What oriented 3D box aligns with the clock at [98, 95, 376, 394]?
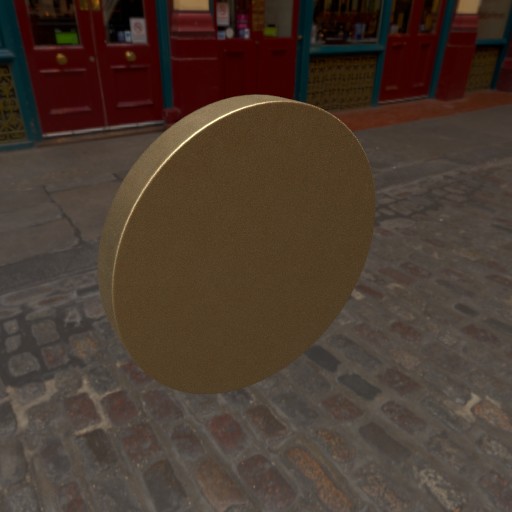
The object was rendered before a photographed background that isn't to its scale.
[{"bbox_3d":[0.000,0.000,0.461,0.314,0.314,0.040,-18,34,-30],"label":"clock"}]
